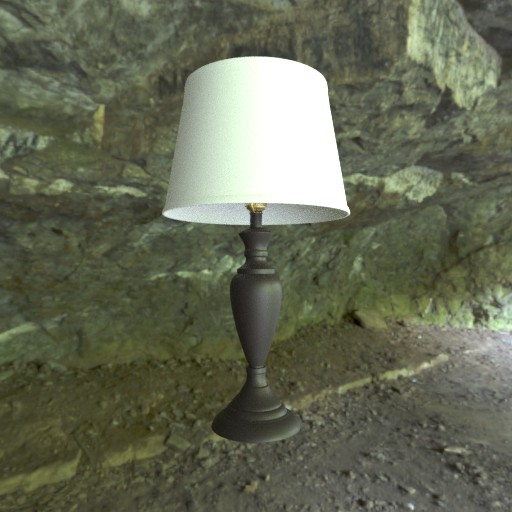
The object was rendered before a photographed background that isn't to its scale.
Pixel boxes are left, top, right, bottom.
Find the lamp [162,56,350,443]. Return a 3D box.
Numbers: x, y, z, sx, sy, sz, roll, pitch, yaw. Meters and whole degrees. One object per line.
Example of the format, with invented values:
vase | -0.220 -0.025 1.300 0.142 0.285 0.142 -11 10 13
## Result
lamp | 0.000 0.000 0.805 0.335 0.611 0.335 0 -2 0
